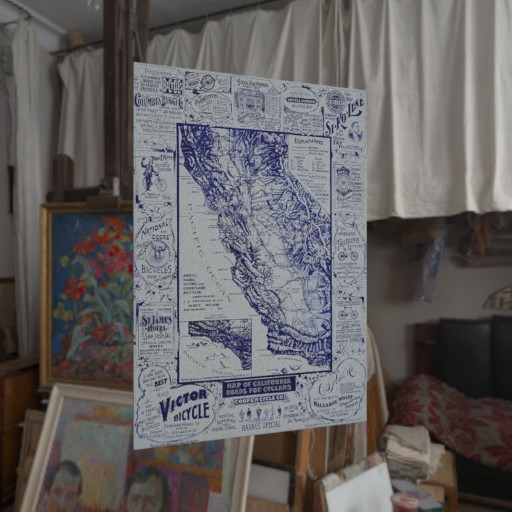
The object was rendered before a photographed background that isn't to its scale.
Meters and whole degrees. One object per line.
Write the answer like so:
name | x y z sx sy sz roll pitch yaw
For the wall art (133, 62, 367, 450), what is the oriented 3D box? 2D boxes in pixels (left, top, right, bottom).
wall art | 0.000 0.000 0.478 0.255 0.376 0.025 0 0 -17
